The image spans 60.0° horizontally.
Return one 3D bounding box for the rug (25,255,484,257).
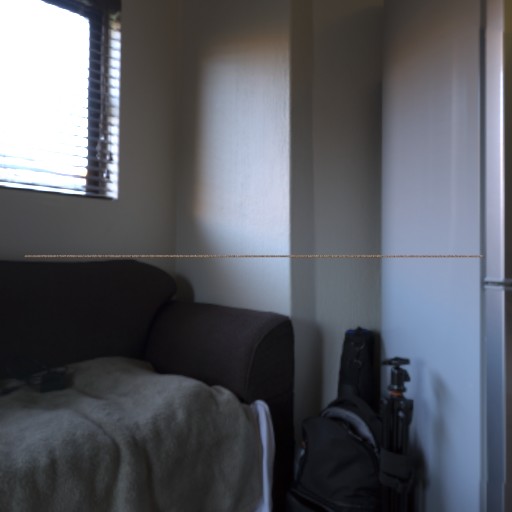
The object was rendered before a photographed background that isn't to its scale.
[{"bbox_3d":[0.000,0.000,4.108,3.048,0.013,2.439,0,0,2],"label":"rug"}]
